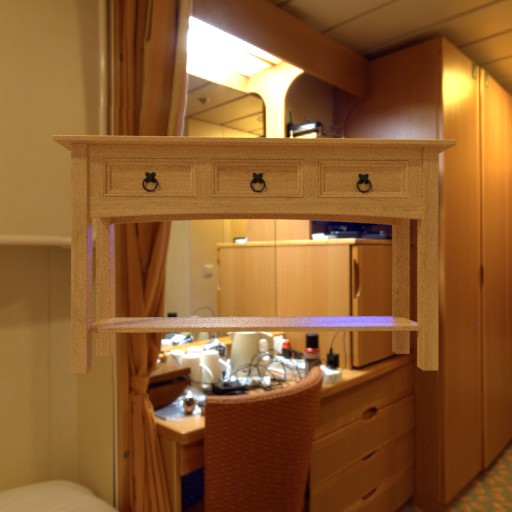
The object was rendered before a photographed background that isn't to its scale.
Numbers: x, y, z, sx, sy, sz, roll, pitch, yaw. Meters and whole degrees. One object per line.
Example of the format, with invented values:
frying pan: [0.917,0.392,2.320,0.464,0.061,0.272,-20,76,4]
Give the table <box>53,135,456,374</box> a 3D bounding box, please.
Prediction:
table: [0.000,0.000,1.535,1.240,0.730,0.350,0,0,-2]
